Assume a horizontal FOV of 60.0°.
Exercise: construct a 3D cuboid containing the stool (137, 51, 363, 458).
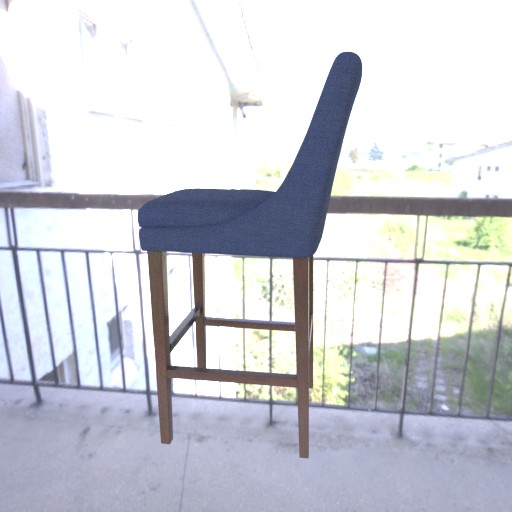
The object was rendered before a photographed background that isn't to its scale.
[{"bbox_3d":[0.000,0.000,1.364,0.577,1.078,0.470,2,14,9],"label":"stool"}]
